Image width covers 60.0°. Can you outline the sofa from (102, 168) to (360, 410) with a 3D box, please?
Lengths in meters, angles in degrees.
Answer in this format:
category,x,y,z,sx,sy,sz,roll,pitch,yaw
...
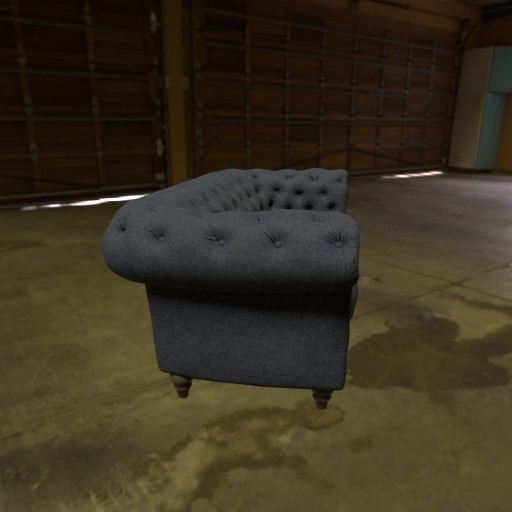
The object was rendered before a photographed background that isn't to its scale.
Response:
category,x,y,z,sx,sy,sz,roll,pitch,yaw
sofa,0.000,0.000,2.478,1.082,0.833,1.988,3,16,10
